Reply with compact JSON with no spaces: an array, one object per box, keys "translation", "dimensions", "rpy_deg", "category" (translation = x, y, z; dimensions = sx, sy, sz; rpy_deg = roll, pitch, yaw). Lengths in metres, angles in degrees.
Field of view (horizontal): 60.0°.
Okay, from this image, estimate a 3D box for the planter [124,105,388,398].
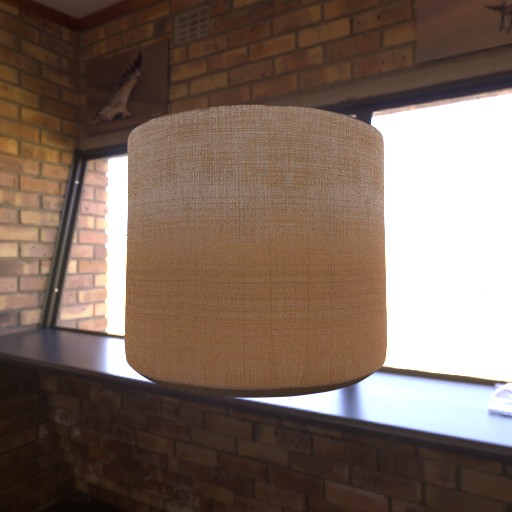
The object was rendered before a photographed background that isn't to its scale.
[{"translation":[0.000,0.000,0.446],"dimensions":[0.254,0.221,0.254],"rpy_deg":[0,-1,0],"category":"planter"}]
